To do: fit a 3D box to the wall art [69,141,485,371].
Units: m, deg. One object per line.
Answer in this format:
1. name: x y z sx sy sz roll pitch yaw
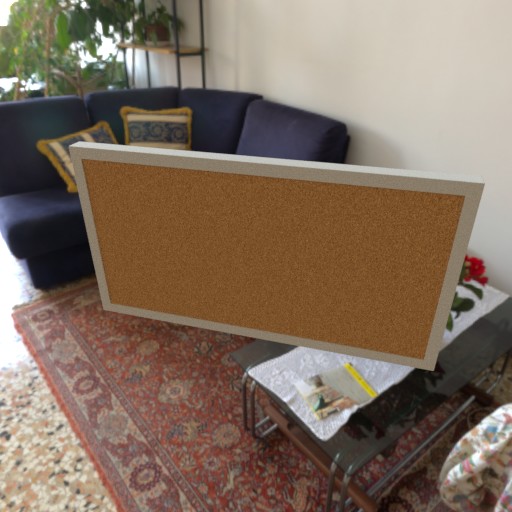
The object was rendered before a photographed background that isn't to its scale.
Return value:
1. wall art: 0.000 0.000 0.966 0.812 0.431 0.038 8 31 13
